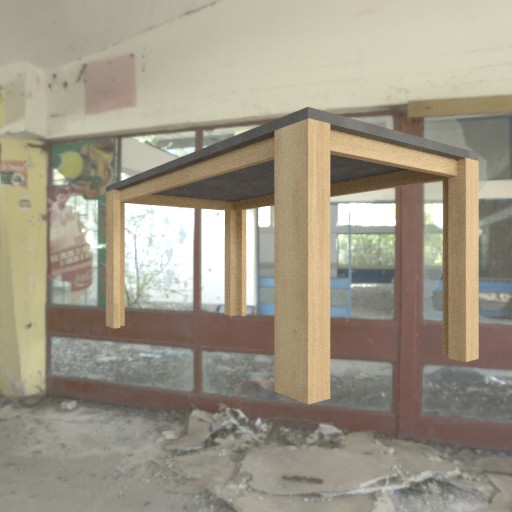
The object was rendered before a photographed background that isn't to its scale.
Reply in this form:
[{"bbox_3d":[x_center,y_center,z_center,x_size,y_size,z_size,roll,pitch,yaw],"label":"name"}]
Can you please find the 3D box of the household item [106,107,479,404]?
[{"bbox_3d":[0.000,0.000,2.018,0.850,0.755,1.600,0,0,-36],"label":"household item"}]
